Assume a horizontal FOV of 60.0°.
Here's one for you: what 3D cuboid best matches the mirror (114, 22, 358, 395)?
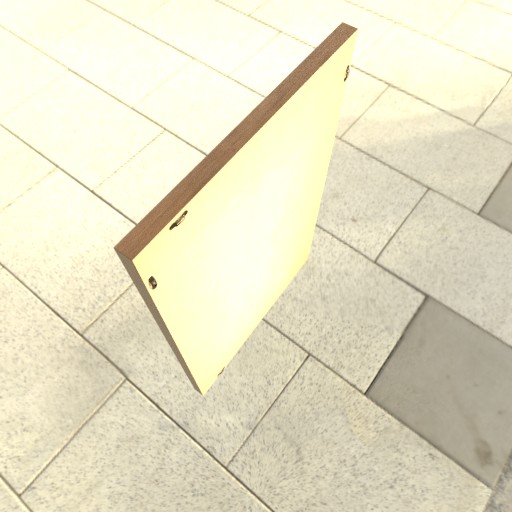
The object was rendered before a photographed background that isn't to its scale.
[{"bbox_3d":[0.000,0.000,1.120,0.040,0.915,0.609,33,66,16],"label":"mirror"}]
